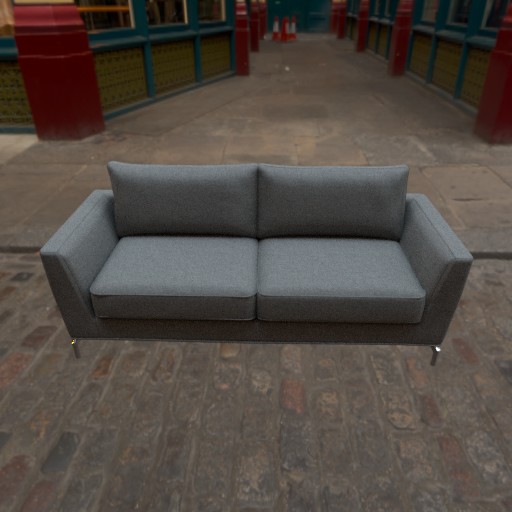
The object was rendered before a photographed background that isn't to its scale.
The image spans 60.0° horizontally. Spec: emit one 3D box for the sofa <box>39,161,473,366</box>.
[{"bbox_3d":[0.000,0.000,2.706,2.212,1.002,0.869,1,31,1],"label":"sofa"}]
